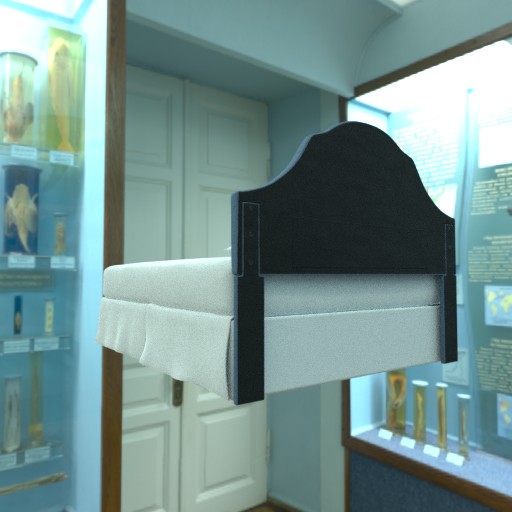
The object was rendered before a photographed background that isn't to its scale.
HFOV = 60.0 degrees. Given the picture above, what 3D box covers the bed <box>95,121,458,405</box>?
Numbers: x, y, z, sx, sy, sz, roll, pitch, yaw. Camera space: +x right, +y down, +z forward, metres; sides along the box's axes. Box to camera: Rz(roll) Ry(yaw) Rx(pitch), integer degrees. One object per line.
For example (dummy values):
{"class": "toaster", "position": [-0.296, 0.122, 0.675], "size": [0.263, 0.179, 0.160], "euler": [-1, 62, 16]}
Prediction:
{"class": "bed", "position": [0.000, 0.000, 3.796], "size": [2.039, 1.617, 2.477], "euler": [2, -3, -35]}
